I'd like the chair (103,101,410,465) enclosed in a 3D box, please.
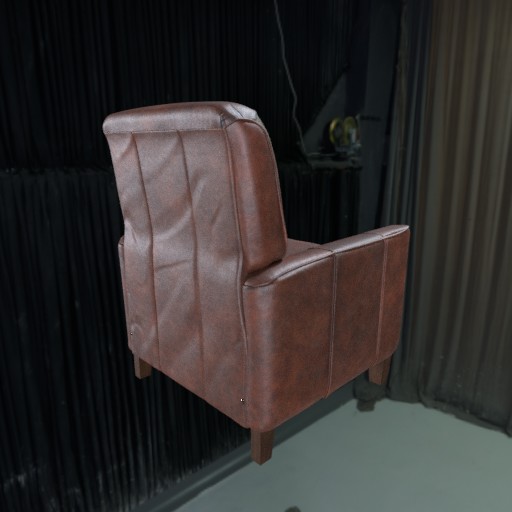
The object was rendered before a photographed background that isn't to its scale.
[{"bbox_3d":[0.000,0.000,1.671,0.836,1.043,0.843,-13,19,-42],"label":"chair"}]
